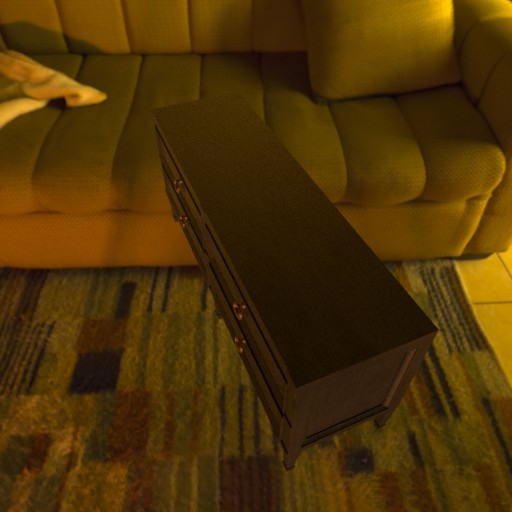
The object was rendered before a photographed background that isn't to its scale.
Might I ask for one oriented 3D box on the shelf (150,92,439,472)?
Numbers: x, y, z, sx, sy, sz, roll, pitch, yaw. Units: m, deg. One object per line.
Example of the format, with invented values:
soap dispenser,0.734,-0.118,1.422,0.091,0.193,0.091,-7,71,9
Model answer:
shelf,0.000,0.000,1.975,0.479,0.719,1.575,-17,49,-16
